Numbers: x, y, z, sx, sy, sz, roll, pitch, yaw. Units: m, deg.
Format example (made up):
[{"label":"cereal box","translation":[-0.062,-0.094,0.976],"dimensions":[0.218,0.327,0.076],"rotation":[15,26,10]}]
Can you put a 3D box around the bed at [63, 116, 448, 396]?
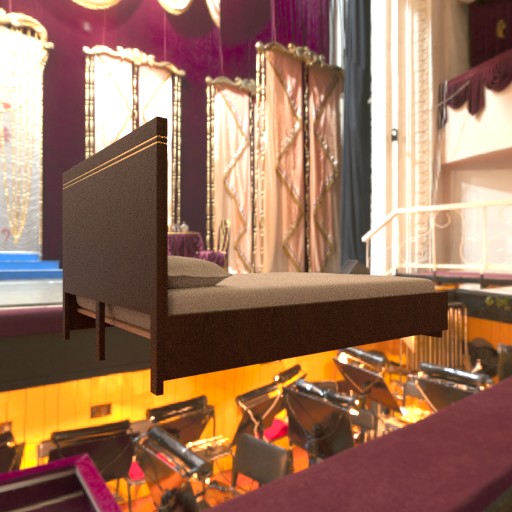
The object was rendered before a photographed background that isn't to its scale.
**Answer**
[{"label":"bed","translation":[0.000,0.000,3.156],"dimensions":[2.221,1.169,1.613],"rotation":[0,0,-36]}]
